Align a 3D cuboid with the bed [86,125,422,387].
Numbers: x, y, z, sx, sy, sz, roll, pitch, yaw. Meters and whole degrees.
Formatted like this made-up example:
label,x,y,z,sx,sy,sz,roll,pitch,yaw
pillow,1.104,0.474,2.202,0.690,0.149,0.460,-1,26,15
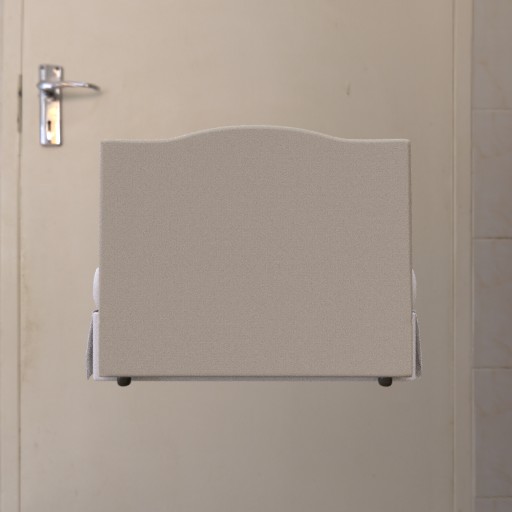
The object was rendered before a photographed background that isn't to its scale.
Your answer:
label,x,y,z,sx,sy,sz,roll,pitch,yaw
bed,0.000,0.000,3.635,1.977,1.437,2.477,0,0,0
